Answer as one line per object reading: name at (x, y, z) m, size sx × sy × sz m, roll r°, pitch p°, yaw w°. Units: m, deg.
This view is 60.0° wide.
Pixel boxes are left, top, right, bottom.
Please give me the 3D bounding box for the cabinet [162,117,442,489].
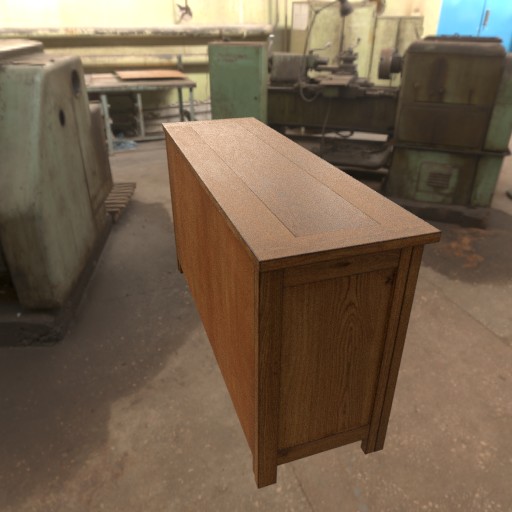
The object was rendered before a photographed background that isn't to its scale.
cabinet at (0.000, 0.000, 1.829) m, size 0.480 × 0.813 × 1.474 m, roll -9°, pitch 30°, yaw -16°
